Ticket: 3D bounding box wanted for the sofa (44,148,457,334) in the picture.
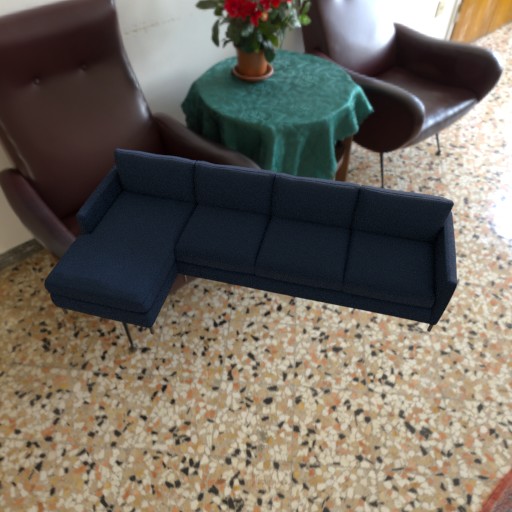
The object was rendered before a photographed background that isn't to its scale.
[{"bbox_3d":[0.000,0.000,2.883,2.450,0.679,1.128,10,48,9],"label":"sofa"}]
